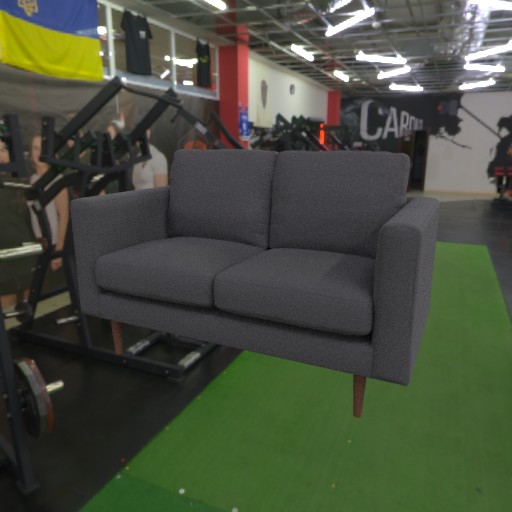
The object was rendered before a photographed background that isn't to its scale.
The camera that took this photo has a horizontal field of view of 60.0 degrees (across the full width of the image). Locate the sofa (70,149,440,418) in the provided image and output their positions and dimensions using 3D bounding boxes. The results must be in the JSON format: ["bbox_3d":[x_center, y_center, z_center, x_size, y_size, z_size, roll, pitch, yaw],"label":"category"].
[{"bbox_3d":[0.000,0.000,1.961,1.430,0.908,0.796,7,16,25],"label":"sofa"}]
